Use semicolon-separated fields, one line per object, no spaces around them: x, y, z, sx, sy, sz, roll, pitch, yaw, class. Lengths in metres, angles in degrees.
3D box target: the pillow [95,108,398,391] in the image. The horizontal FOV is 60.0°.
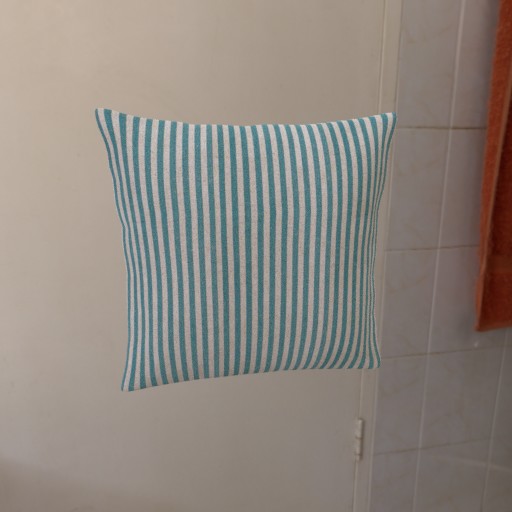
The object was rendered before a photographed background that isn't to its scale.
0.000;0.000;0.815;0.523;0.510;0.166;-2;14;-9;pillow
